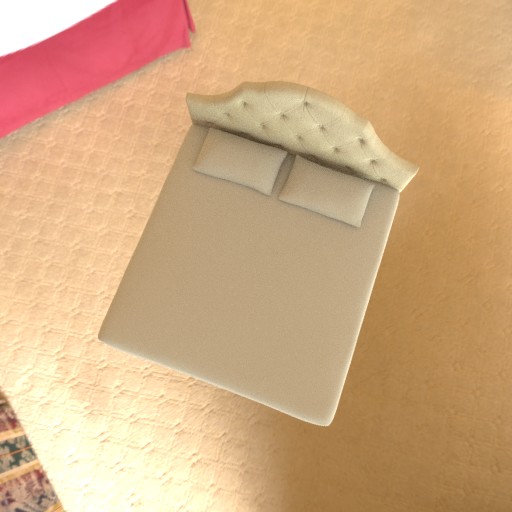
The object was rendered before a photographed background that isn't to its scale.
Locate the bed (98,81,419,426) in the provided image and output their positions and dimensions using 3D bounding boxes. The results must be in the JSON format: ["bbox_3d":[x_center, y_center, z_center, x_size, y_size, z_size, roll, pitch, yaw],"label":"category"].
[{"bbox_3d":[0.000,0.000,3.486,2.012,1.555,2.086,19,76,5],"label":"bed"}]
